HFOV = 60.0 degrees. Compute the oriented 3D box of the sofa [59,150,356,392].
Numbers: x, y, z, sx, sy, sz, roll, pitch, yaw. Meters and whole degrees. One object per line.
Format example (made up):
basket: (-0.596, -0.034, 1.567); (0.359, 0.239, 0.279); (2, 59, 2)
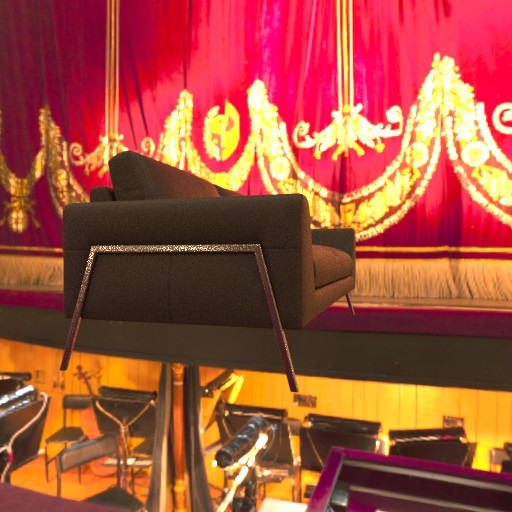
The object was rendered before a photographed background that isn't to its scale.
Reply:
sofa: (0.000, 0.000, 2.505); (0.953, 0.875, 2.017); (0, 0, 18)
